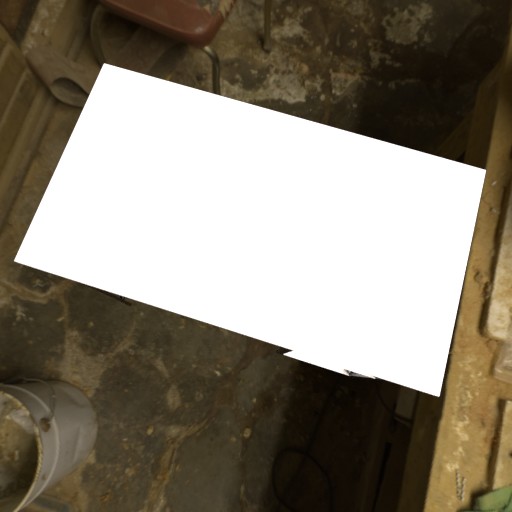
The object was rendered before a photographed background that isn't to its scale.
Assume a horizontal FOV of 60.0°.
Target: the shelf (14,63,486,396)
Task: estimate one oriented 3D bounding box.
[{"bbox_3d":[0.000,0.000,1.312,0.902,0.750,0.498,17,77,4],"label":"shelf"}]
